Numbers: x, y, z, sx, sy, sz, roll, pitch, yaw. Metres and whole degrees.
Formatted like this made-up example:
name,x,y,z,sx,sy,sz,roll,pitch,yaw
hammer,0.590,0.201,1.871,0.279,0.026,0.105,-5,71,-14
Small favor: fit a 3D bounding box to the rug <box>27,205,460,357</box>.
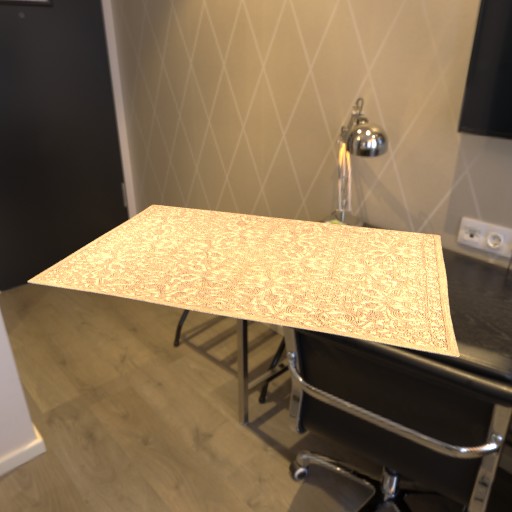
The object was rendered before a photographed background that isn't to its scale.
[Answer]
name,x,y,z,sx,sy,sz,roll,pitch,yaw
rug,0.000,0.000,3.013,2.435,0.012,1.529,8,26,16
